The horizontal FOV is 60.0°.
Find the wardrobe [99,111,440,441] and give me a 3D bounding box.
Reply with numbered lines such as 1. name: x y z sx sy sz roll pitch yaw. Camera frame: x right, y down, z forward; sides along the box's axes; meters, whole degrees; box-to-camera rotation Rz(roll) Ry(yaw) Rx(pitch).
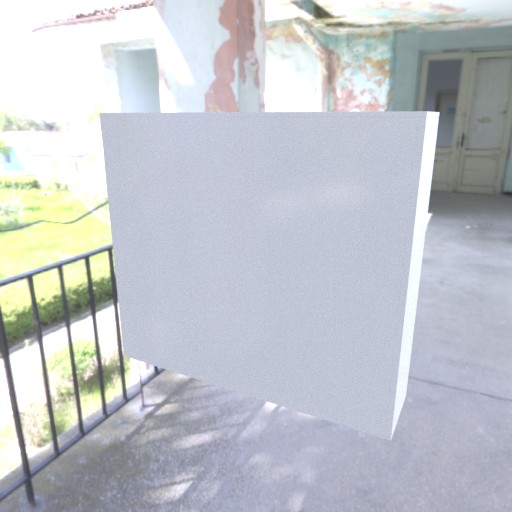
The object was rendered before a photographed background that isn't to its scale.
1. wardrobe: 0.000 0.000 1.949 1.340 1.200 0.360 9 20 26
